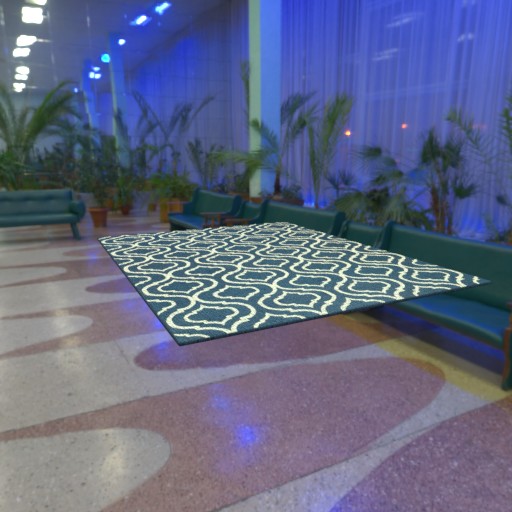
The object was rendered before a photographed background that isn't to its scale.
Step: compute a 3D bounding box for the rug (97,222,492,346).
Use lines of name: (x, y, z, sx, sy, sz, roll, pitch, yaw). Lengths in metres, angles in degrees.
rug: (0.000, 0.000, 3.865, 2.270, 0.020, 2.881, -7, 15, -26)
